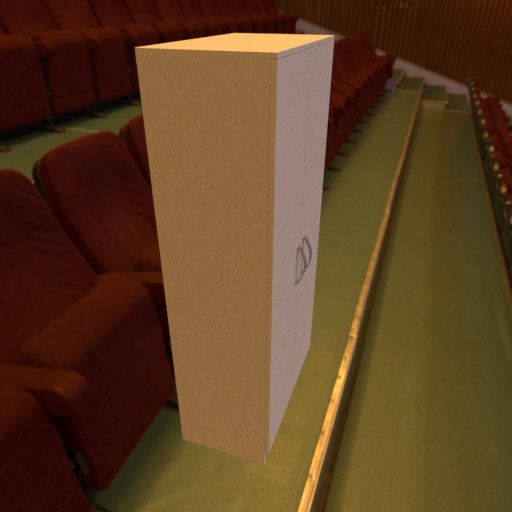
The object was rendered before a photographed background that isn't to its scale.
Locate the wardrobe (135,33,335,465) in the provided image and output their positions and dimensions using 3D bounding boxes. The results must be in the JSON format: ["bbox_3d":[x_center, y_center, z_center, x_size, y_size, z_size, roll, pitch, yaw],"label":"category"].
[{"bbox_3d":[0.000,0.000,1.940,0.470,1.700,0.760,10,31,17],"label":"wardrobe"}]
